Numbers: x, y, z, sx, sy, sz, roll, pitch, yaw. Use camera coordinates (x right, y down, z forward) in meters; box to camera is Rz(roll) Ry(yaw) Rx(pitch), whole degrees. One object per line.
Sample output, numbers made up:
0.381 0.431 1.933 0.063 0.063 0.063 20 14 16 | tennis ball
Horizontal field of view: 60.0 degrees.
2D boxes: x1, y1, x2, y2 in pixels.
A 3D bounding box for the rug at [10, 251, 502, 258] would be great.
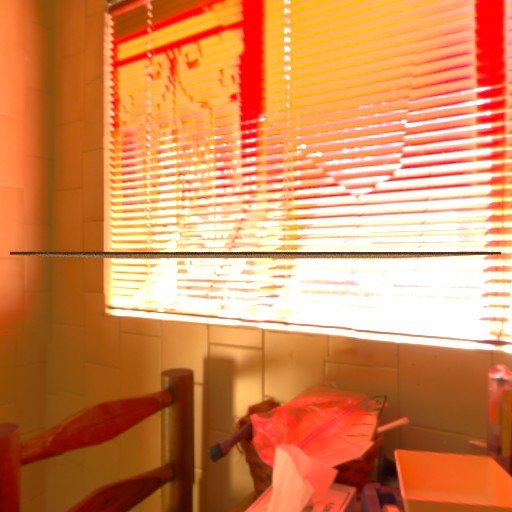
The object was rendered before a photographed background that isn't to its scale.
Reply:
0.000 0.000 2.242 1.819 0.012 1.208 0 -1 1 | rug
